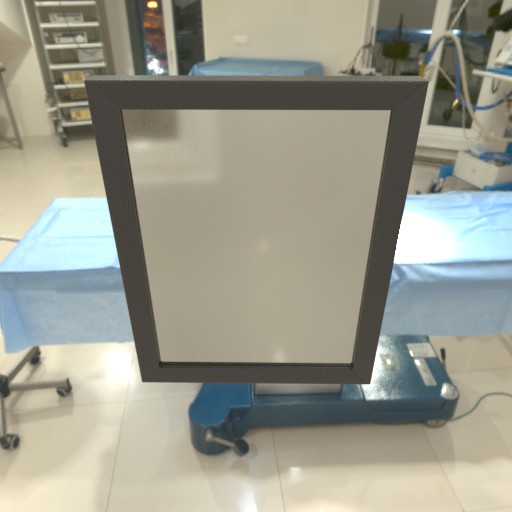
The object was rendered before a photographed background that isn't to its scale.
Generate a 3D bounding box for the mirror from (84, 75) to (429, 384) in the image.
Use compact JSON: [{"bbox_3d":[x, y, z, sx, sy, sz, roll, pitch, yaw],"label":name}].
[{"bbox_3d":[0.000,0.000,0.670,0.405,0.508,0.041,0,32,1],"label":"mirror"}]
